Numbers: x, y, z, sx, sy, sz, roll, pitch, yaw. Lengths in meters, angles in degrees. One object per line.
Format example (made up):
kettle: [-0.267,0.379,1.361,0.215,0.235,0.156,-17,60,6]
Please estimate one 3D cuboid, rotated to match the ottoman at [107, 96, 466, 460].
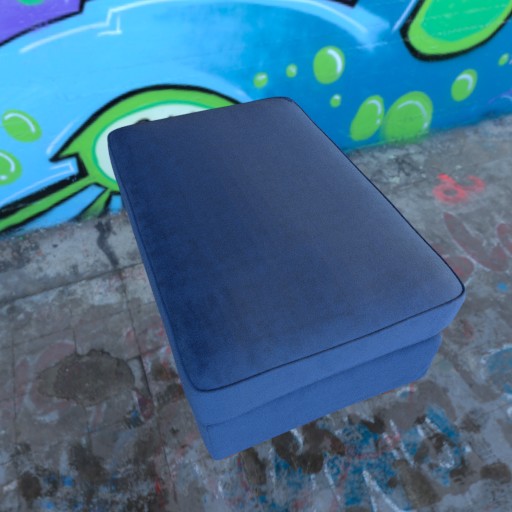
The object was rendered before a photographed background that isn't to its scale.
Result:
ottoman: [0.000,0.000,1.194,0.583,0.484,0.862,-17,50,-15]
